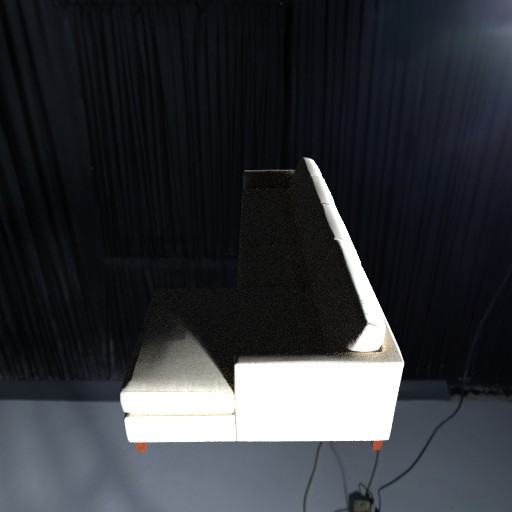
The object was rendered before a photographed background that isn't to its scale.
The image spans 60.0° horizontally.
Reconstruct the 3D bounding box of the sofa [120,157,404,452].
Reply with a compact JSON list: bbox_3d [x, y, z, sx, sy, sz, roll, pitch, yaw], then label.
[{"bbox_3d":[0.000,0.000,4.019,1.603,0.954,3.471,0,28,-1],"label":"sofa"}]
